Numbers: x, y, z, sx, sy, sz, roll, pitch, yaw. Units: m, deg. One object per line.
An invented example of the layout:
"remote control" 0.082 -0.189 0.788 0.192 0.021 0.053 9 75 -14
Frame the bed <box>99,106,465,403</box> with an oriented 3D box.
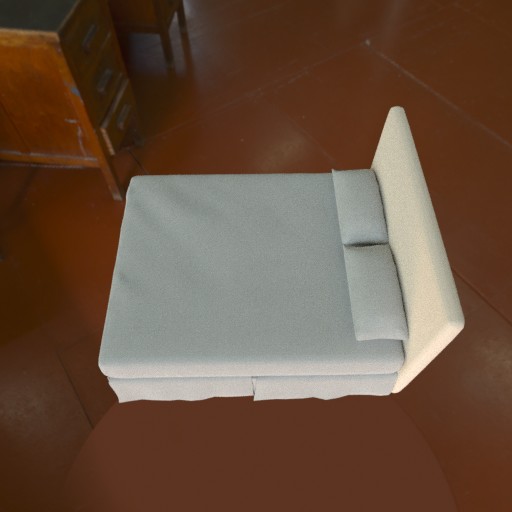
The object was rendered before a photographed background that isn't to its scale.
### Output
"bed" 0.000 0.000 3.223 2.142 1.330 1.748 -1 58 0
